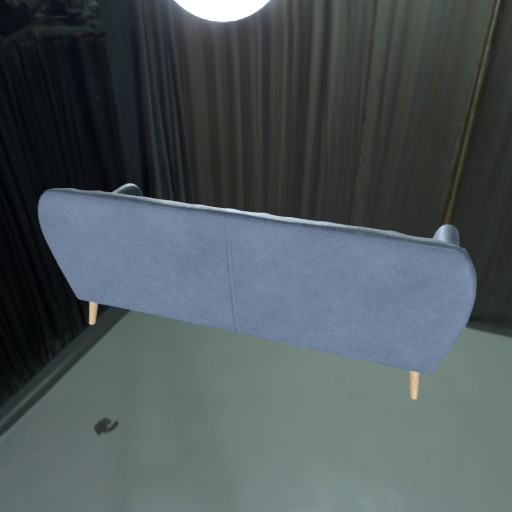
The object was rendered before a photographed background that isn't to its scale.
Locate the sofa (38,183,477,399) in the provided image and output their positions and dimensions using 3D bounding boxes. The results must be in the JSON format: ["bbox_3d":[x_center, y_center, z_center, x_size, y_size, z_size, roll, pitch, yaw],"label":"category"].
[{"bbox_3d":[0.000,0.000,2.330,1.975,0.832,0.841,9,32,15],"label":"sofa"}]
